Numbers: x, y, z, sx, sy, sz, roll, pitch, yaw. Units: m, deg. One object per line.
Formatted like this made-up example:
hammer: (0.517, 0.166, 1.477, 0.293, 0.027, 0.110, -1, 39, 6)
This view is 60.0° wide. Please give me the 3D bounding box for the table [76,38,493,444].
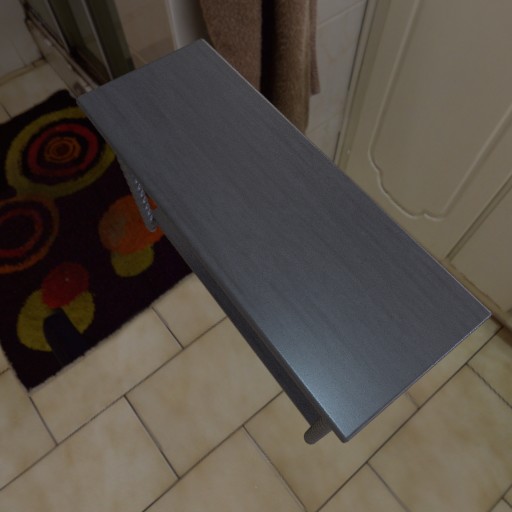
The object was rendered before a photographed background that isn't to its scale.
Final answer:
table: (0.000, 0.000, 1.477, 0.459, 0.735, 1.184, -34, 67, -16)
